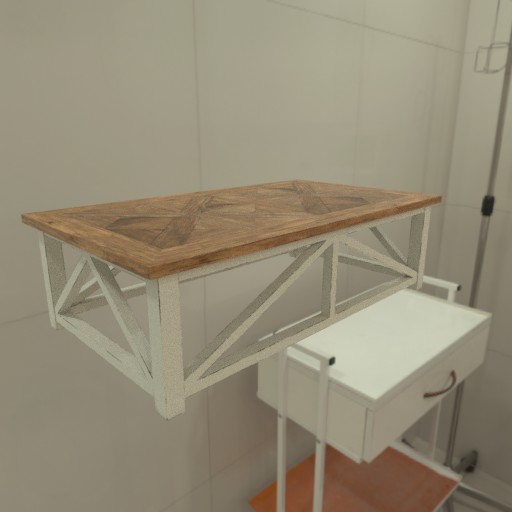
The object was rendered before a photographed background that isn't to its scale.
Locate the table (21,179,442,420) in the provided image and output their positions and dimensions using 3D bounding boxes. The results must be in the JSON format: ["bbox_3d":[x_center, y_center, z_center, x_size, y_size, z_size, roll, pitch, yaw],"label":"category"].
[{"bbox_3d":[0.000,0.000,1.723,1.400,0.410,0.800,-15,22,-42],"label":"table"}]
